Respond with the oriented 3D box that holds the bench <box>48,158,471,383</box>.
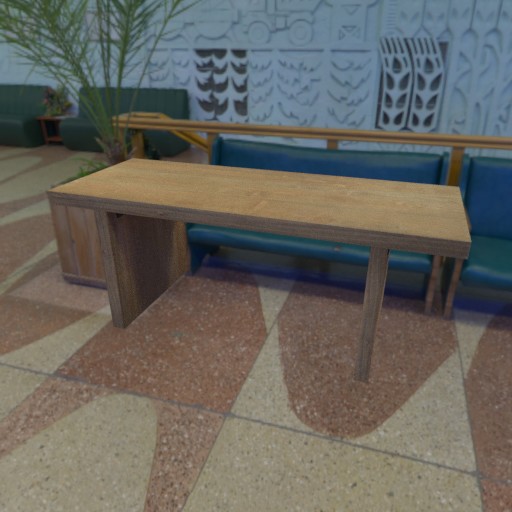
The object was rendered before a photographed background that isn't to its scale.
[{"bbox_3d":[0.000,0.000,1.463,1.183,0.458,0.458,9,27,17],"label":"bench"}]
